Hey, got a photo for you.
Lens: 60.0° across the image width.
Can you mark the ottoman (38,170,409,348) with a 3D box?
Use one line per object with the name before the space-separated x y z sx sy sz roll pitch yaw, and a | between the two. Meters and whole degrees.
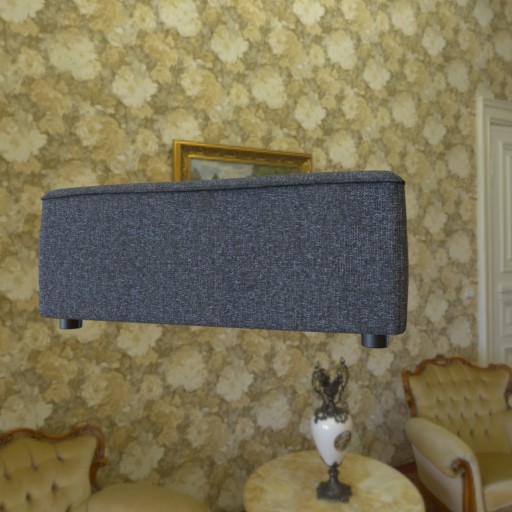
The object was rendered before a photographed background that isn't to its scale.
ottoman | 0.000 0.000 1.583 1.021 0.423 1.017 0 0 18
